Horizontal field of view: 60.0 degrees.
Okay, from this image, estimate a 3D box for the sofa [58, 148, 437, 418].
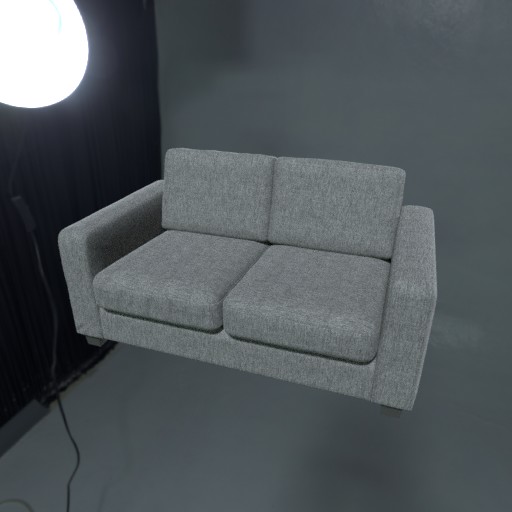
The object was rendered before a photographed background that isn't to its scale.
[{"bbox_3d":[0.000,0.000,2.045,1.520,0.800,0.900,9,27,17],"label":"sofa"}]
